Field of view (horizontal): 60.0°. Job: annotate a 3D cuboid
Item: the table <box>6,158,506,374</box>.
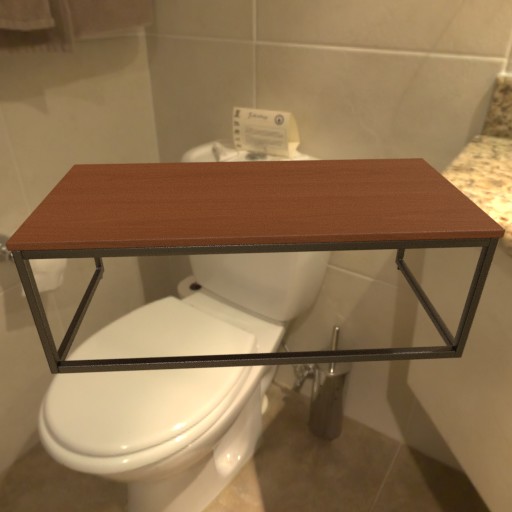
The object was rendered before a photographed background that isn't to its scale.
[{"bbox_3d":[0.000,0.000,1.288,1.100,0.400,0.500,-2,31,-3],"label":"table"}]
